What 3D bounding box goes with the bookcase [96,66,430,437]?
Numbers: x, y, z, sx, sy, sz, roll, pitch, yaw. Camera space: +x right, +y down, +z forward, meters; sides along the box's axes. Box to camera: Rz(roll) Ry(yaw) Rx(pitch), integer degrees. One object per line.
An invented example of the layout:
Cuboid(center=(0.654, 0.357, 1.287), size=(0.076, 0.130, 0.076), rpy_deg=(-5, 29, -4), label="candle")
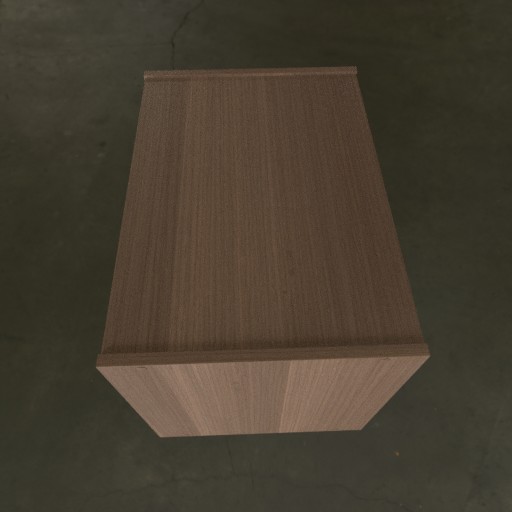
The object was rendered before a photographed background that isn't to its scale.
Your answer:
Cuboid(center=(0.000, 0.000, 0.624), size=(0.290, 0.305, 0.415), rpy_deg=(-2, 57, -1), label="bookcase")
